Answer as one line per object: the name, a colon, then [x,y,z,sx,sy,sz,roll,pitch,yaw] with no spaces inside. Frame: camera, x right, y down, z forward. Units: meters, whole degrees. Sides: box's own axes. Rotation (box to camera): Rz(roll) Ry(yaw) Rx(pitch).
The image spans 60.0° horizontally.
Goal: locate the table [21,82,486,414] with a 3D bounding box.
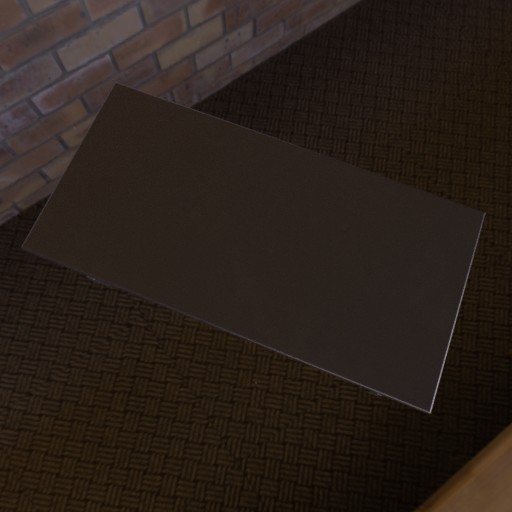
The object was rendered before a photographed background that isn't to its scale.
table: [0.000,0.000,1.415,1.107,0.510,0.550,21,75,6]
